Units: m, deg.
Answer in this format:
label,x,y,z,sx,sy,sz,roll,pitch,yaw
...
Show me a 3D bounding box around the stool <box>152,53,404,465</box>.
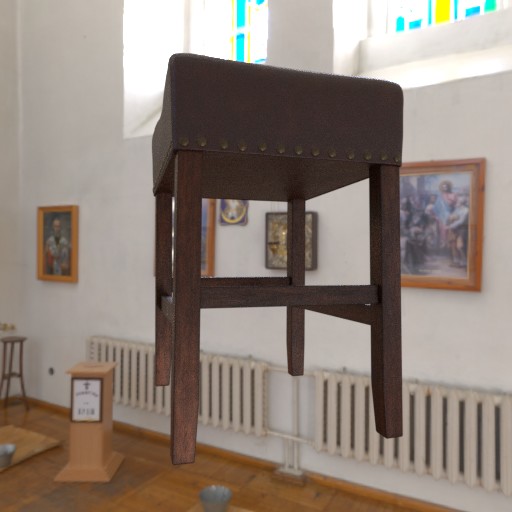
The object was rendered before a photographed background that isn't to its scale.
label,x,y,z,sx,sy,sz,roll,pitch,yaw
stool,0.000,0.000,0.909,0.397,0.608,0.465,0,-1,-16
